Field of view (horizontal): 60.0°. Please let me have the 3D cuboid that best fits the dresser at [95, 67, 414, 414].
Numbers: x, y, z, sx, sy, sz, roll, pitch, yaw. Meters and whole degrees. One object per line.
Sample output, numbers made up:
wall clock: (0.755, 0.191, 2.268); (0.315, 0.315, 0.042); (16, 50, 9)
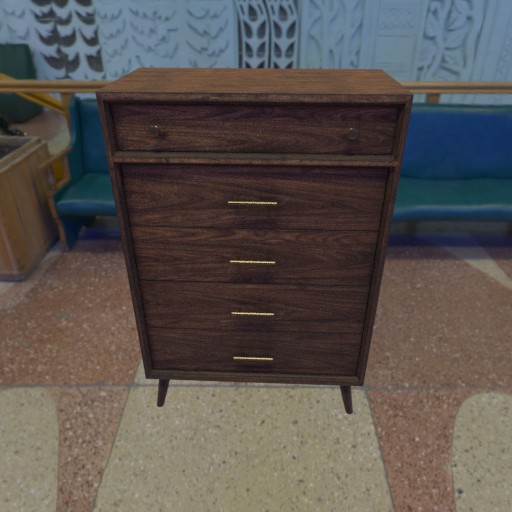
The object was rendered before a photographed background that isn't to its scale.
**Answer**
dresser: (0.000, 0.000, 1.821); (0.919, 1.365, 0.498); (1, 31, 2)
